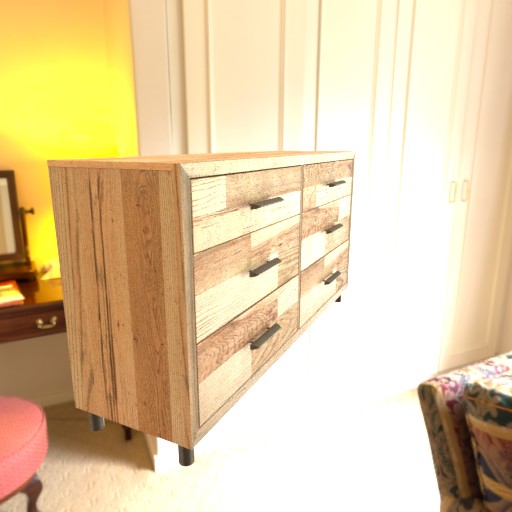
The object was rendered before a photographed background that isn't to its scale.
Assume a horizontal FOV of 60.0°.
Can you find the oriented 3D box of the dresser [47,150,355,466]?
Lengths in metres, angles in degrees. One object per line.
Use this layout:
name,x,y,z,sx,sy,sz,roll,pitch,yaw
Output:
dresser,0.000,0.000,1.863,0.487,0.834,1.547,7,16,26
